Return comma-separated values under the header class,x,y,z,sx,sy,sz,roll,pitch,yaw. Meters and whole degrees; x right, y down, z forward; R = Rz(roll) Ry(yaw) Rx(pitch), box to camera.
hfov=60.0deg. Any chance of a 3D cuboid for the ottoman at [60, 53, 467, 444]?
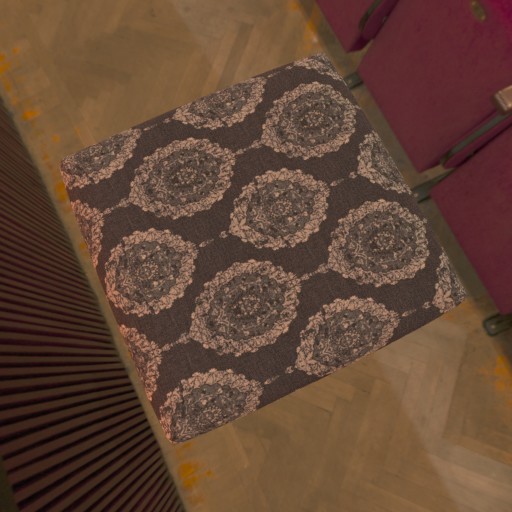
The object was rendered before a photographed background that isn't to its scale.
class,x,y,z,sx,sy,sz,roll,pitch,yaw
ottoman,0.000,0.000,0.881,0.507,0.475,0.497,-24,78,-6
